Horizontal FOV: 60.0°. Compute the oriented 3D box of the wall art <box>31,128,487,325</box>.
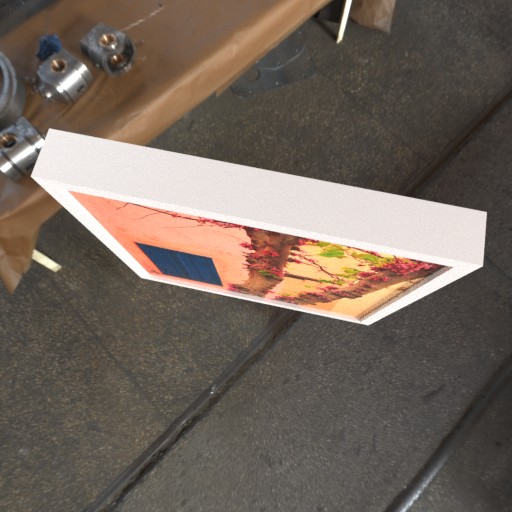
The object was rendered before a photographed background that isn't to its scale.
[{"bbox_3d":[0.000,0.000,0.442,0.305,0.302,0.038,11,74,3],"label":"wall art"}]
